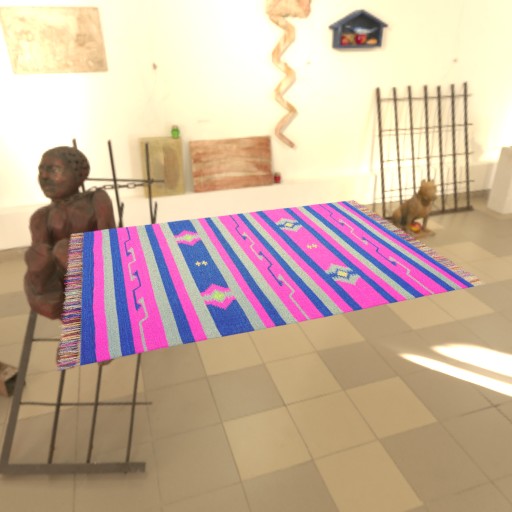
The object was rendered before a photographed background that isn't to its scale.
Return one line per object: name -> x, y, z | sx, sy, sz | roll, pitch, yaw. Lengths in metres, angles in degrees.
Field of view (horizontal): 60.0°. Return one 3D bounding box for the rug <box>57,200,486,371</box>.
rug -> 0.000, 0.000, 2.891 | 2.350, 0.013, 1.539 | -9, 28, -16
